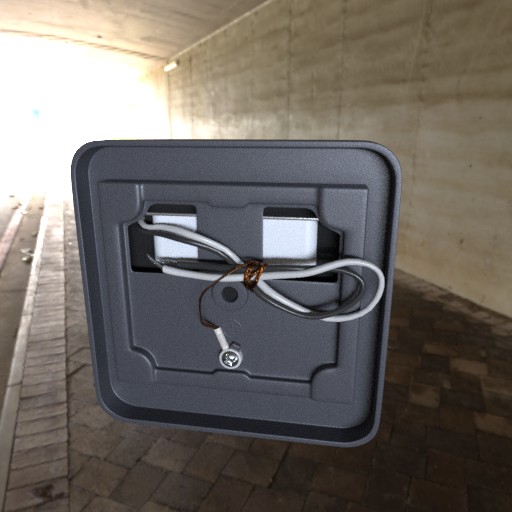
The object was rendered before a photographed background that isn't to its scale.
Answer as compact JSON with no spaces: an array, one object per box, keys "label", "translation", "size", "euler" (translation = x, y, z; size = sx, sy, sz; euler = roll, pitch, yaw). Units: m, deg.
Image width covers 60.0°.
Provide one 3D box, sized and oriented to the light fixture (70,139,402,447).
[{"label":"light fixture","translation":[0.000,0.000,0.208],"size":[0.109,0.109,0.132],"euler":[3,17,9]}]
